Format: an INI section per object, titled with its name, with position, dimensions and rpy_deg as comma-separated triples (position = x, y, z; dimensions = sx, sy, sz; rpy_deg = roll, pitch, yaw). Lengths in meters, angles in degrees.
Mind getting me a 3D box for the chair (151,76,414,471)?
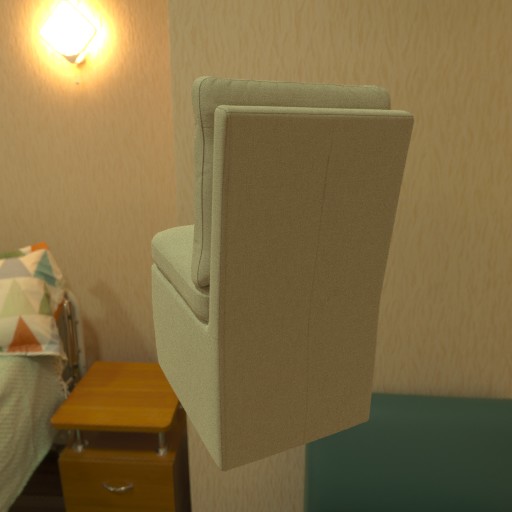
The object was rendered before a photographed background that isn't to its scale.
[chair]
position = 0.000, 0.000, 1.309
dimensions = 0.503, 0.927, 0.698
rpy_deg = -8, 17, -25
